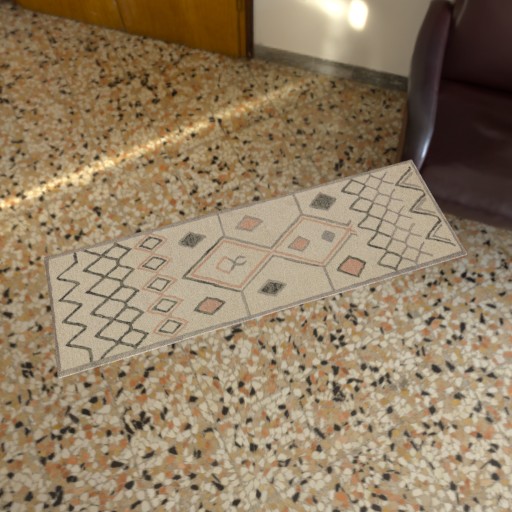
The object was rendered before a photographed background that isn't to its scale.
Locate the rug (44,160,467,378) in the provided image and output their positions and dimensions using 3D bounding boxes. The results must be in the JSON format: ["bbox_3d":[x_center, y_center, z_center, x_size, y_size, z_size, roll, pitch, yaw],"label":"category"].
[{"bbox_3d":[0.000,0.000,2.667,2.435,0.011,0.750,-16,65,-8],"label":"rug"}]
